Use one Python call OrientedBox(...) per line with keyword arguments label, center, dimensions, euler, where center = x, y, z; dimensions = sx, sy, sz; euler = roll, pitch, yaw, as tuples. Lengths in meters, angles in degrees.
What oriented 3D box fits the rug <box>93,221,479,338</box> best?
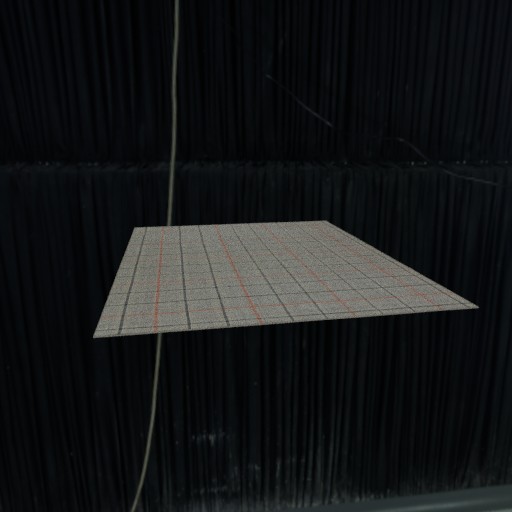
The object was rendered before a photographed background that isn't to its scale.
OrientedBox(label="rug", center=(0.000, 0.000, 4.165), dimensions=(2.444, 0.012, 3.048), euler=(-3, 16, -10))
